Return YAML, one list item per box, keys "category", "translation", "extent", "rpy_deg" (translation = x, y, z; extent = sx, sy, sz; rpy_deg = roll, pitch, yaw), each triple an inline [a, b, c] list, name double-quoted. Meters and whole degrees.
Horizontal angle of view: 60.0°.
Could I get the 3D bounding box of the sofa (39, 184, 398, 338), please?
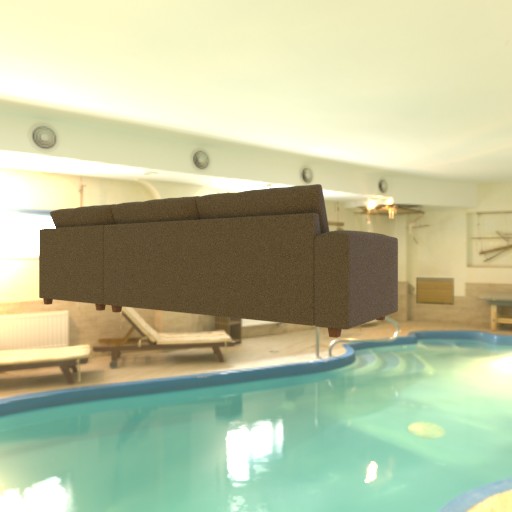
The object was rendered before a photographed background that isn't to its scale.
- category: "sofa"
  translation: [0.000, 0.000, 4.696]
  extent: [3.277, 0.965, 2.895]
  rpy_deg: [0, 0, 34]
